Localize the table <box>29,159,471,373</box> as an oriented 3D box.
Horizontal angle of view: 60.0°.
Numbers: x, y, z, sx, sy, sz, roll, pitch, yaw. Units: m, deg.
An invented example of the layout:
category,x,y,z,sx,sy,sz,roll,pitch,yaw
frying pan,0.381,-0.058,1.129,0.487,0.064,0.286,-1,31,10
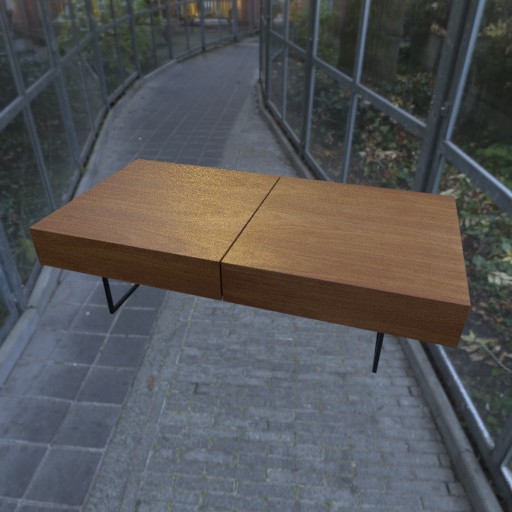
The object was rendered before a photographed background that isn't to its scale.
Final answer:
category,x,y,z,sx,sy,sz,roll,pitch,yaw
table,0.000,0.000,1.470,1.194,0.330,0.610,10,33,15
